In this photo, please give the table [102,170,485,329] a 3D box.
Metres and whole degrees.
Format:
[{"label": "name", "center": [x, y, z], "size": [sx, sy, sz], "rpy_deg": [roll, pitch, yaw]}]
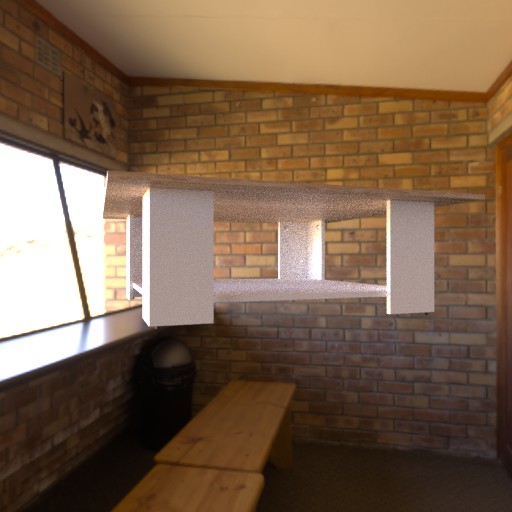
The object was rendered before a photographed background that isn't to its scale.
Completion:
[{"label": "table", "center": [0.000, 0.000, 1.370], "size": [0.890, 0.305, 0.890], "rpy_deg": [0, 0, -20]}]
